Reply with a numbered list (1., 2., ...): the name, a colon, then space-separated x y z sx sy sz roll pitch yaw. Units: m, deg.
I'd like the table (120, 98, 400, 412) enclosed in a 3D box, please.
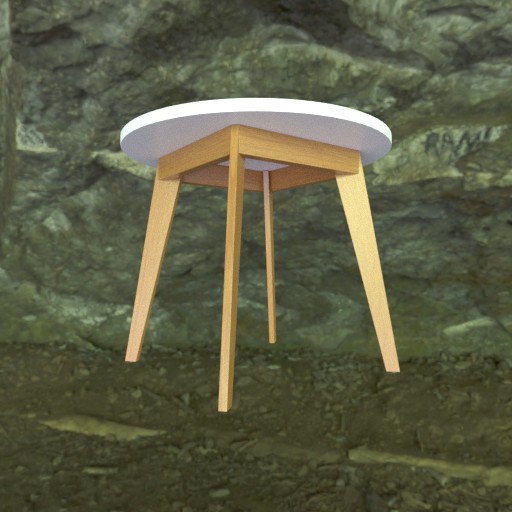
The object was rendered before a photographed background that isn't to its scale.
1. table: 0.000 0.000 1.527 0.896 0.762 0.896 0 -1 0
